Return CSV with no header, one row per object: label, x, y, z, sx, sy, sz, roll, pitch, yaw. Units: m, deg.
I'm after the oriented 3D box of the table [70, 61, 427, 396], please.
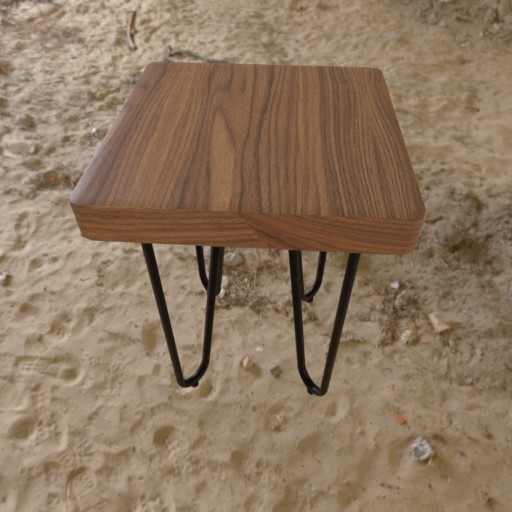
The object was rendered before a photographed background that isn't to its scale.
table,0.000,0.000,0.971,0.479,0.641,0.480,3,45,3
